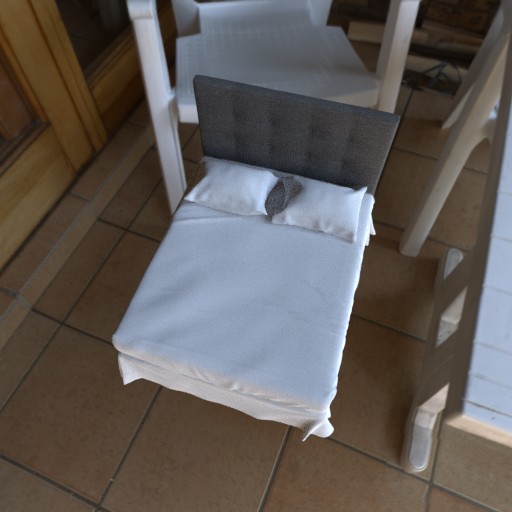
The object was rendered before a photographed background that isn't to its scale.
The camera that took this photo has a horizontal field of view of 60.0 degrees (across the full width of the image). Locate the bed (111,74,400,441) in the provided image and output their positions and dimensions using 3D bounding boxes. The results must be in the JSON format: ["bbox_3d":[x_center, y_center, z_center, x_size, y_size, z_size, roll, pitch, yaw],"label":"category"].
[{"bbox_3d":[0.000,0.000,3.552,1.936,1.577,2.222,15,60,9],"label":"bed"}]
